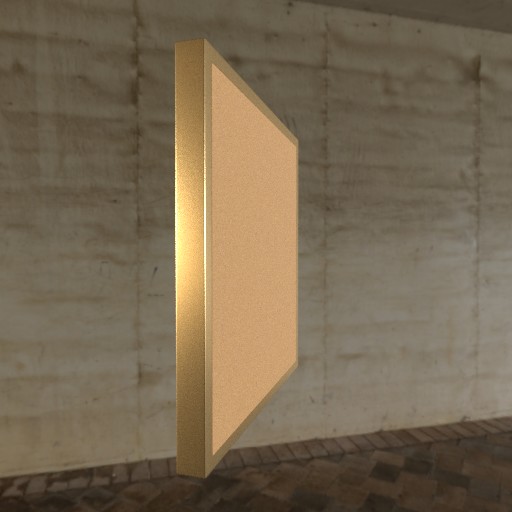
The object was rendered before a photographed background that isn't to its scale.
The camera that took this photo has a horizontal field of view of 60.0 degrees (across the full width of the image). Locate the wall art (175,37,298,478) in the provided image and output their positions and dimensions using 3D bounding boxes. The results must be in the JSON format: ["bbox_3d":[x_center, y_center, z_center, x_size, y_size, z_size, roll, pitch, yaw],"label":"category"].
[{"bbox_3d":[0.000,0.000,0.455,0.023,0.305,0.305,0,1,18],"label":"wall art"}]
